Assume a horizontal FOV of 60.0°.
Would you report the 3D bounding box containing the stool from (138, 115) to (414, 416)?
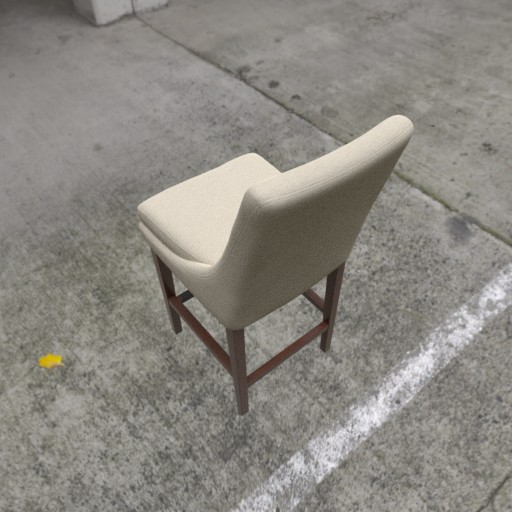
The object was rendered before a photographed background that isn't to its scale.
[{"bbox_3d":[0.000,0.000,1.308,0.470,0.981,0.577,-30,54,-25],"label":"stool"}]
